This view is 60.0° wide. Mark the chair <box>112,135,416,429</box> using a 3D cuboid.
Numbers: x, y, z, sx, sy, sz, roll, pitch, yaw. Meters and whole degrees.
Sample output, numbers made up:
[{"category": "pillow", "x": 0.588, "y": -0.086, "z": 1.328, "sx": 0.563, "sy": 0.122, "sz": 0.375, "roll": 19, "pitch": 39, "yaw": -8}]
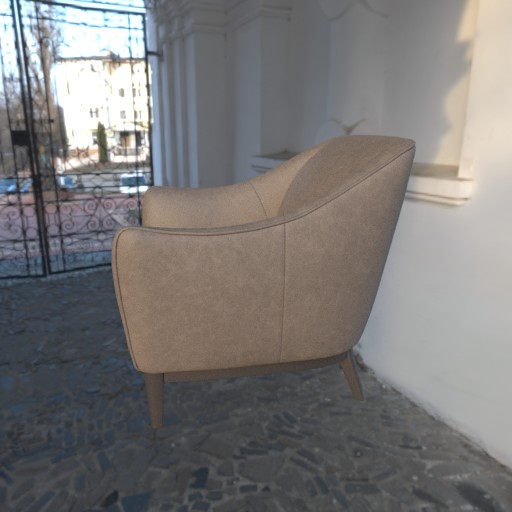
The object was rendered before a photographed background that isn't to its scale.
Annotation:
[{"category": "chair", "x": 0.000, "y": 0.000, "z": 1.576, "sx": 0.852, "sy": 0.830, "sz": 0.871, "roll": -2, "pitch": 16, "yaw": -8}]
